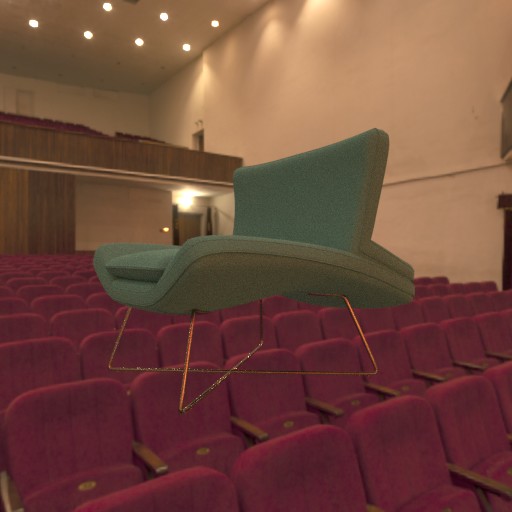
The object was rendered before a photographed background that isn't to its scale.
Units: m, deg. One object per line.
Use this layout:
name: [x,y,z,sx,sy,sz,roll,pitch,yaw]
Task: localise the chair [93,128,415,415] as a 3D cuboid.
chair: [0.000,0.000,1.687,1.008,0.855,0.859,0,0,-36]
